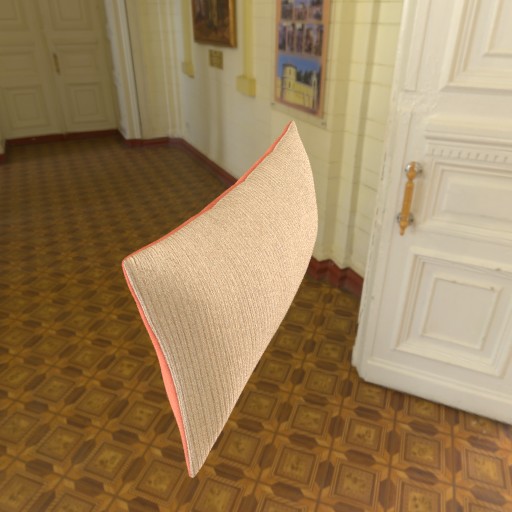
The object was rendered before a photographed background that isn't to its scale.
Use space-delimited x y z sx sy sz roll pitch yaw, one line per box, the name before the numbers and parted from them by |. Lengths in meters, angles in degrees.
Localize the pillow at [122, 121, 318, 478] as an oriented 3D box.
pillow | 0.000 0.000 0.730 0.155 0.307 0.608 10 31 17
